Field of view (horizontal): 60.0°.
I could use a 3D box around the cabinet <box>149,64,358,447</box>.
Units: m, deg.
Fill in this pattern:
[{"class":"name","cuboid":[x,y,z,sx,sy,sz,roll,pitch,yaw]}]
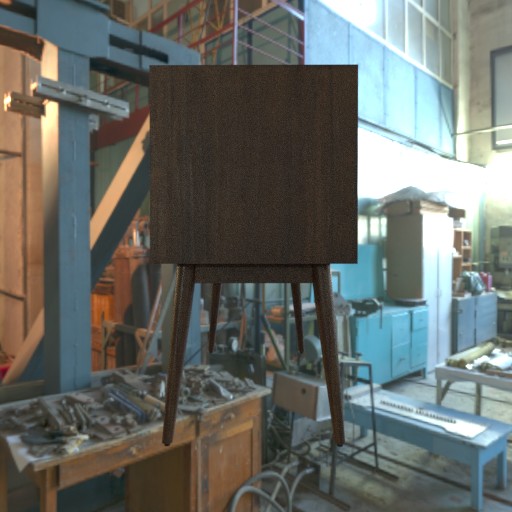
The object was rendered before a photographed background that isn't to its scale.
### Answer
[{"class":"cabinet","cuboid":[0.000,0.000,1.123,0.354,0.654,0.743,0,1,0]}]
